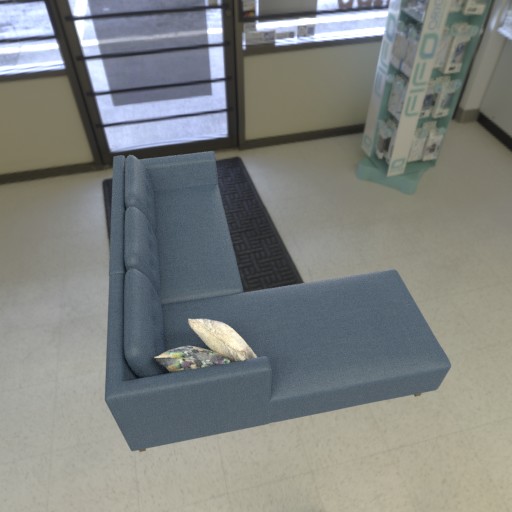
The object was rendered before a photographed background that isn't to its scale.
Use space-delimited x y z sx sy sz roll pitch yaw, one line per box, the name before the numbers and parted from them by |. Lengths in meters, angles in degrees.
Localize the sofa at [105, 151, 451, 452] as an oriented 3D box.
sofa | 0.000 0.000 3.058 1.829 0.787 2.120 -8 46 -8
